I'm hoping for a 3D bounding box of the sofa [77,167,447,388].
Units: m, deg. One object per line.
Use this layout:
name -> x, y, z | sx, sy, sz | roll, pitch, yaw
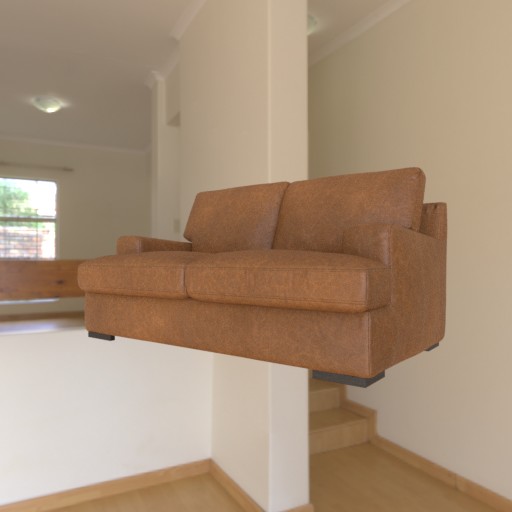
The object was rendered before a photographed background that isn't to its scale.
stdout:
sofa -> 0.000, 0.000, 2.532 | 1.880, 0.966, 1.144 | 0, 0, 37
